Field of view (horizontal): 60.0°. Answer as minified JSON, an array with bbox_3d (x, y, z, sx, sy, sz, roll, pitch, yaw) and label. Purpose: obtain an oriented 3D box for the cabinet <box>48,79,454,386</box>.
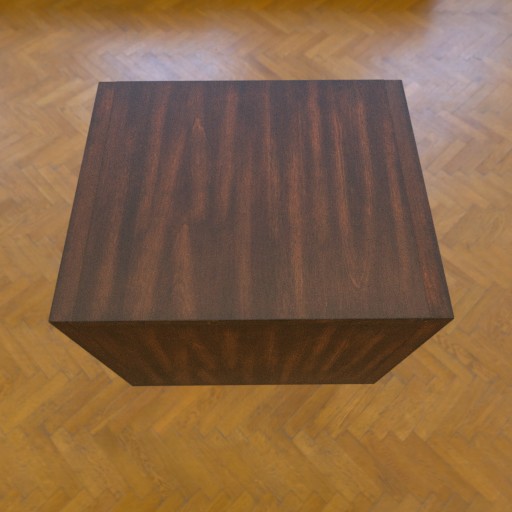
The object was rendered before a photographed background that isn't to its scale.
[{"bbox_3d":[0.000,0.000,0.823,0.500,0.455,0.402,0,63,0],"label":"cabinet"}]
